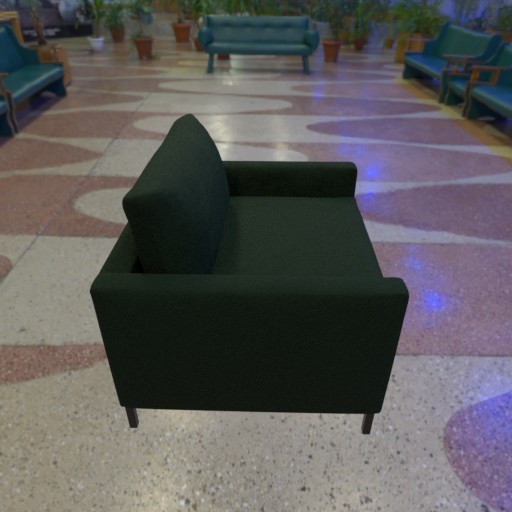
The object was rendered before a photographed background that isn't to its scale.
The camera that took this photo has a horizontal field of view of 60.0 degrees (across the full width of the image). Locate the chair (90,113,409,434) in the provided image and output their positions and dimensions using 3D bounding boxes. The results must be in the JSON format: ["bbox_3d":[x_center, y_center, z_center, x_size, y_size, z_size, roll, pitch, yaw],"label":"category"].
[{"bbox_3d":[0.000,0.000,1.646,0.866,0.861,0.963,1,33,2],"label":"chair"}]
